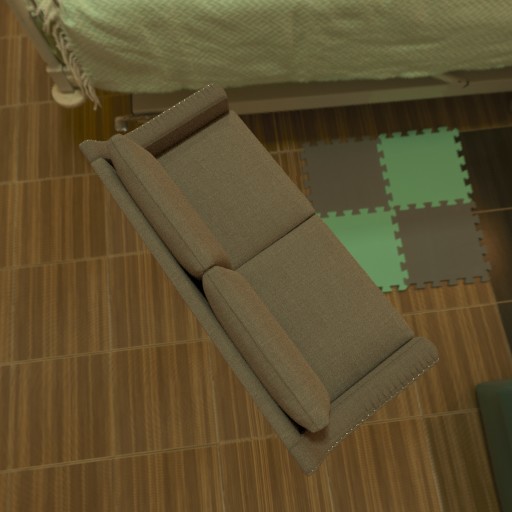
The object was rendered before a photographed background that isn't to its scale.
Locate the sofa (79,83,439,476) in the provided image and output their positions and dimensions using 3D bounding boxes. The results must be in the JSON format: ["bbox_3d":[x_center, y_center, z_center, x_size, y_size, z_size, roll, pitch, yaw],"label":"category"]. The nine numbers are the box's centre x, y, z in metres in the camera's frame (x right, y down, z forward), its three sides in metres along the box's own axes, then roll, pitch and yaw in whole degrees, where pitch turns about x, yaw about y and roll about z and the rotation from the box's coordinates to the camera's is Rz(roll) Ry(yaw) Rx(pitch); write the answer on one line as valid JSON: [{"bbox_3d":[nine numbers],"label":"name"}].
[{"bbox_3d":[0.000,0.000,2.707,1.000,0.857,2.208,-35,77,-9],"label":"sofa"}]
